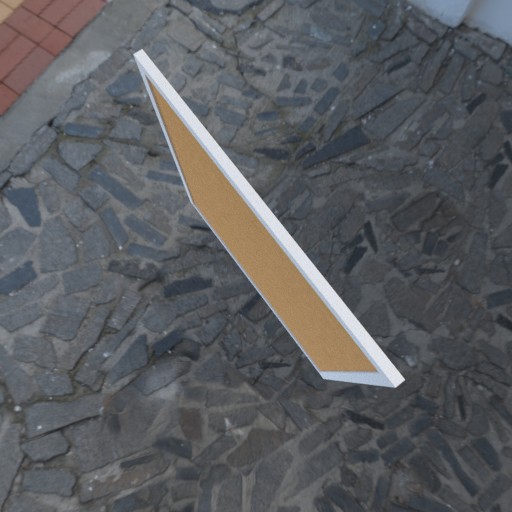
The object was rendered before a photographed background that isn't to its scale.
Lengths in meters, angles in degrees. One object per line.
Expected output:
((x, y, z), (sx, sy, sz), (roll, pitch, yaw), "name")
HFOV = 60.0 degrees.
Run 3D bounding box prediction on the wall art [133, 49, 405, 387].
((0.000, 0.000, 0.685), (0.012, 0.457, 0.457), (-36, 78, -9), "wall art")
